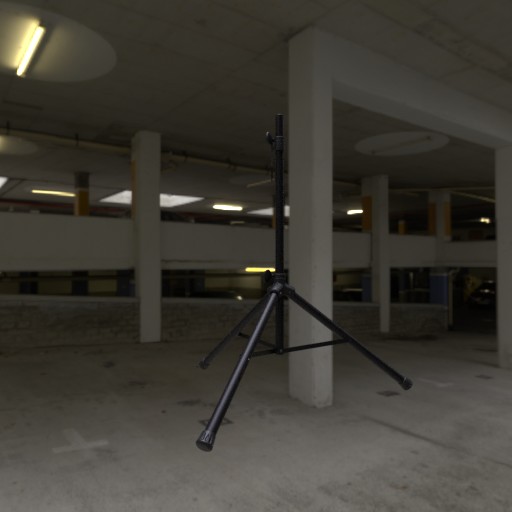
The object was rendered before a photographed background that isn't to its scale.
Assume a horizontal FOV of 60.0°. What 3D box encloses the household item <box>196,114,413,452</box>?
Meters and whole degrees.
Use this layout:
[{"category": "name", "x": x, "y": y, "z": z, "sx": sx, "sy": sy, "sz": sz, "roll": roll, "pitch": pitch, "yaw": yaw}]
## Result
[{"category": "household item", "x": 0.000, "y": 0.000, "z": 1.909, "sx": 1.045, "sy": 1.136, "sz": 0.907, "roll": 1, "pitch": -1, "yaw": -37}]
